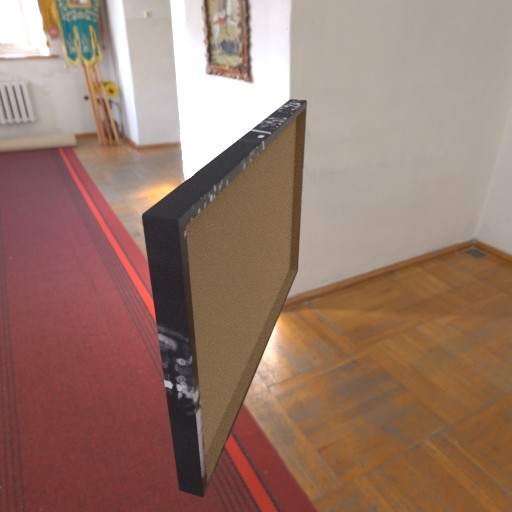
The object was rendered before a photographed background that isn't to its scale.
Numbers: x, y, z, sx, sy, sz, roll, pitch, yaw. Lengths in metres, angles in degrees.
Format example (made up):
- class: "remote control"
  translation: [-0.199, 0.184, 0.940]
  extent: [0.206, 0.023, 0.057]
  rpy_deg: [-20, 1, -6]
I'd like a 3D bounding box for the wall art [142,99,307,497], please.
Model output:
- class: "wall art"
  translation: [0.000, 0.000, 0.749]
  extent: [0.037, 0.406, 0.609]
  rpy_deg: [8, 30, 14]
